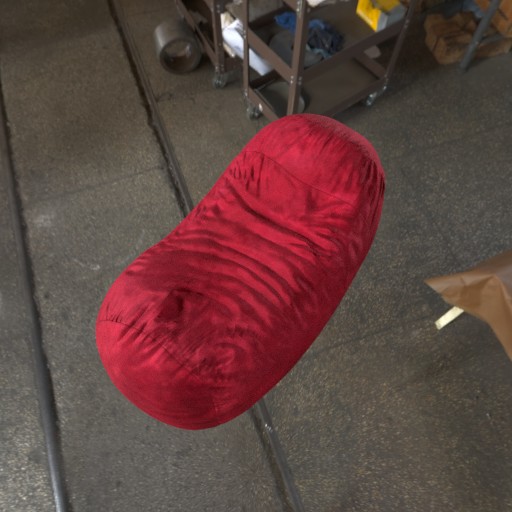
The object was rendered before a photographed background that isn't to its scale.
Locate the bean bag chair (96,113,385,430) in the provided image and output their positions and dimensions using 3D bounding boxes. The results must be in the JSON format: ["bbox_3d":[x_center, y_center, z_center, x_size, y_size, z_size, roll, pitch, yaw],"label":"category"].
[{"bbox_3d":[0.000,0.000,2.875,1.216,0.867,2.293,34,68,15],"label":"bean bag chair"}]
